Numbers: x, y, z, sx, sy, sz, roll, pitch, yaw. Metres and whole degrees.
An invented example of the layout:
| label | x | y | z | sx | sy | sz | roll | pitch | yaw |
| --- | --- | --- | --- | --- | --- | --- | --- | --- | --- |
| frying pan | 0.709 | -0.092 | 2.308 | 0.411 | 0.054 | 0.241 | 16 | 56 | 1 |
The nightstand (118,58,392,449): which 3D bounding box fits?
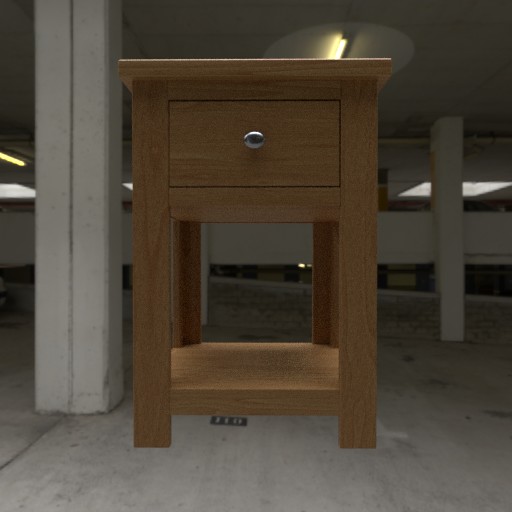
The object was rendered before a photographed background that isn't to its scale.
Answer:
| label | x | y | z | sx | sy | sz | roll | pitch | yaw |
| --- | --- | --- | --- | --- | --- | --- | --- | --- | --- |
| nightstand | 0.000 | 0.000 | 0.898 | 0.428 | 0.614 | 0.418 | 0 | 0 | 1 |
